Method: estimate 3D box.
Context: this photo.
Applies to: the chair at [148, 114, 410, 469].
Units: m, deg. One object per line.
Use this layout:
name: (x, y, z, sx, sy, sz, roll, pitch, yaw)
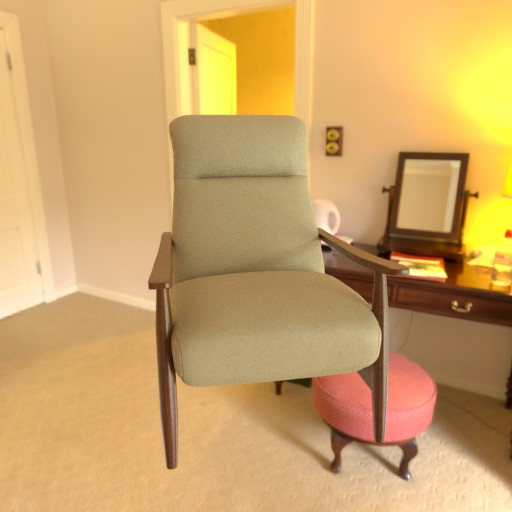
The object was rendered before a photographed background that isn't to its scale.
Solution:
chair: (0.000, 0.000, 1.748, 0.762, 1.082, 1.014, -3, 17, -9)
